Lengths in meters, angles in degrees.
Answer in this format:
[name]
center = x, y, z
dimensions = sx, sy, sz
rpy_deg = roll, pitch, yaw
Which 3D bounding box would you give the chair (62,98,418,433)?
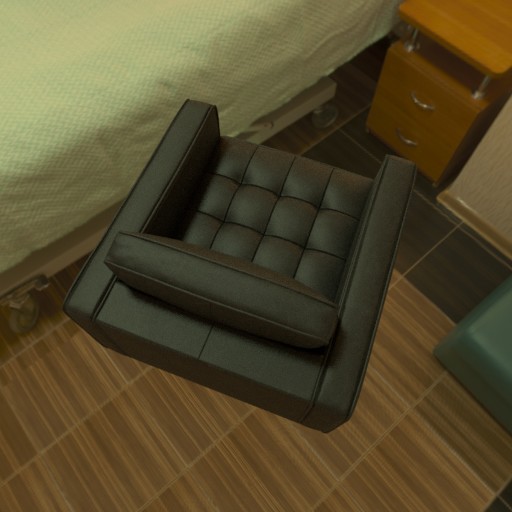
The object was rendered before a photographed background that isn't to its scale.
[chair]
center = 0.000, 0.000, 1.571
dimensions = 0.889, 0.763, 0.914
rpy_deg = 19, 65, 9
